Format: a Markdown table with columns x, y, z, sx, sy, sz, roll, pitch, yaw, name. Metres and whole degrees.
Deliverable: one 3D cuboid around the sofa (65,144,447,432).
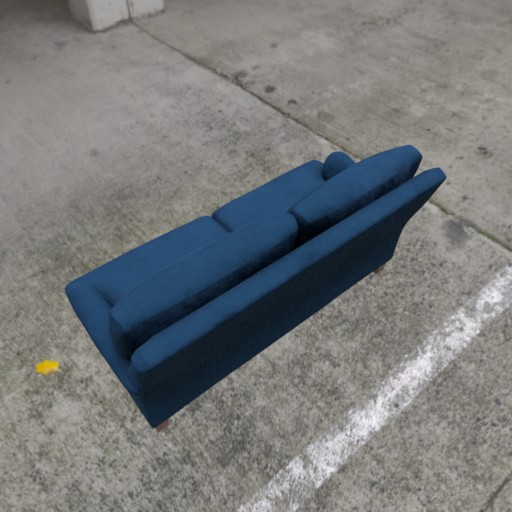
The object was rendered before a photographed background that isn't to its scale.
| x | y | z | sx | sy | sz | roll | pitch | yaw | name |
| --- | --- | --- | --- | --- | --- | --- | --- | --- | --- |
| 0.000 | 0.000 | 2.774 | 2.141 | 1.101 | 1.084 | -31 | 53 | -26 | sofa |
